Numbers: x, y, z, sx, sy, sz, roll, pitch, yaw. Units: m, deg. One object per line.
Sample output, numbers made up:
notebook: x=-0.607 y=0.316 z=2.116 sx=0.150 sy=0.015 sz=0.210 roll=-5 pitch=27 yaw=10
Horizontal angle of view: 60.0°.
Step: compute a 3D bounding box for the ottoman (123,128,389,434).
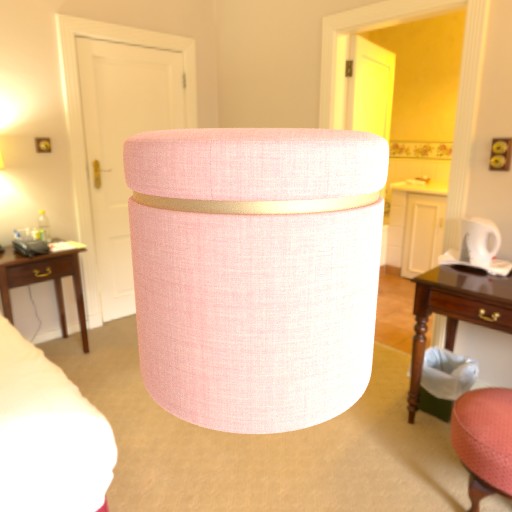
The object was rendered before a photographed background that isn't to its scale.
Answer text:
ottoman: x=0.000 y=0.000 z=0.736 sx=0.400 sy=0.406 sz=0.400 roll=0 pitch=15 yaw=0
